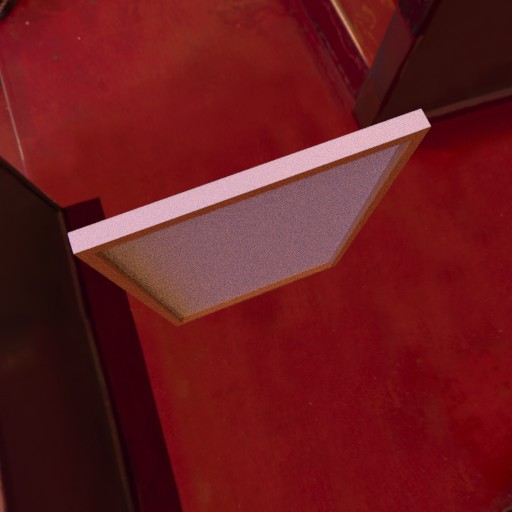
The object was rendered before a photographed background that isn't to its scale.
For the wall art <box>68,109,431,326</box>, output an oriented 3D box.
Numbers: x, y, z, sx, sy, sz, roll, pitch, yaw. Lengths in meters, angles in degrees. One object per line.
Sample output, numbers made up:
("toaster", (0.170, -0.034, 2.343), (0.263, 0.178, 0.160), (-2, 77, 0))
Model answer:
("wall art", (0.000, 0.000, 1.149), (0.610, 0.916, 0.037), (-20, 75, -6))
